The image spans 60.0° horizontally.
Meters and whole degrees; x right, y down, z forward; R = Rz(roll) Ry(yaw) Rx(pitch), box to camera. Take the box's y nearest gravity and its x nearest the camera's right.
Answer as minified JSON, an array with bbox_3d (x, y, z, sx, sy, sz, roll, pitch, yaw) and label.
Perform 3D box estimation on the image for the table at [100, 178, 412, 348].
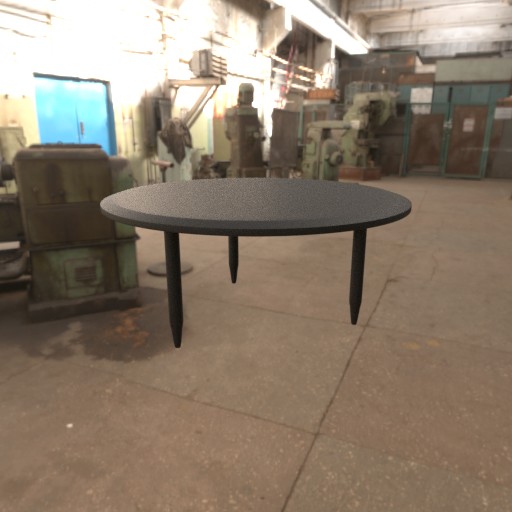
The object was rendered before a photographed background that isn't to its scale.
[{"bbox_3d":[0.000,0.000,1.404,0.900,0.400,0.900,0,16,0],"label":"table"}]
